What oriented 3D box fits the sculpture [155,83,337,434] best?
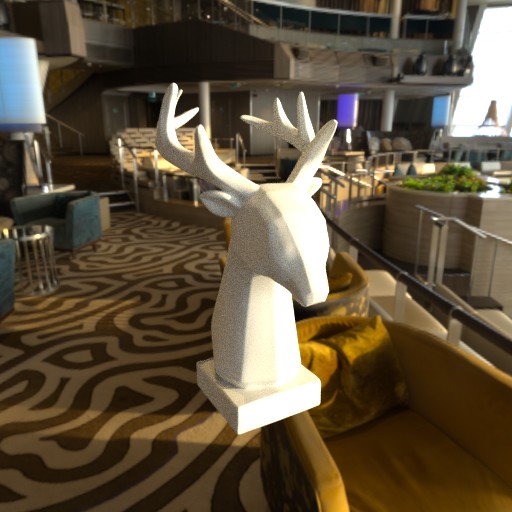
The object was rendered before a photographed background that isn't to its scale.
[{"bbox_3d":[0.000,0.000,0.459,0.174,0.329,0.224,-9,18,-28],"label":"sculpture"}]
